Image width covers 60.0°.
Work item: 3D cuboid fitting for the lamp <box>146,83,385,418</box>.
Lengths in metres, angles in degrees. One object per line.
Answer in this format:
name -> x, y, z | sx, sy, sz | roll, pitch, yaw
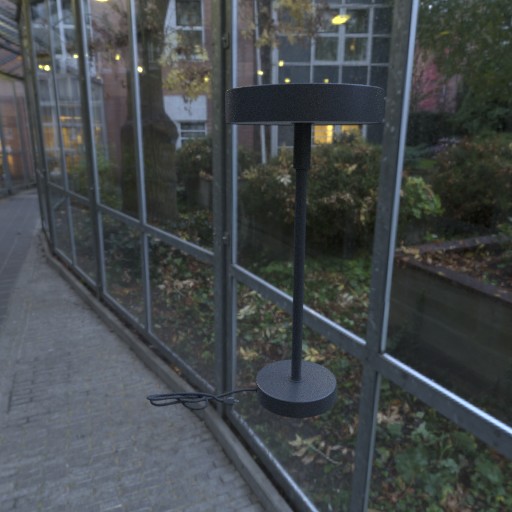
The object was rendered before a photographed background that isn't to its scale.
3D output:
lamp -> 0.000, 0.000, 0.701 | 0.369, 0.508, 0.229 | -2, 15, -9
